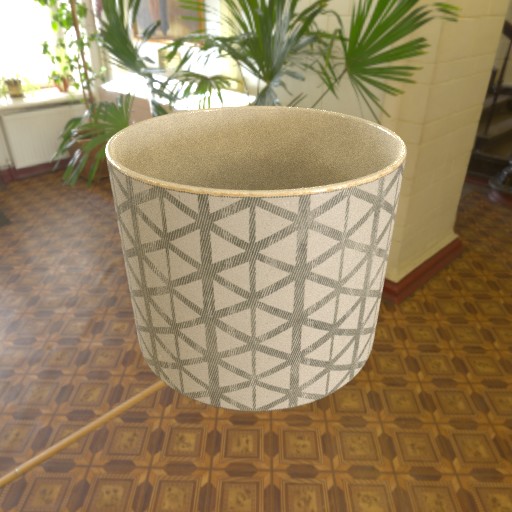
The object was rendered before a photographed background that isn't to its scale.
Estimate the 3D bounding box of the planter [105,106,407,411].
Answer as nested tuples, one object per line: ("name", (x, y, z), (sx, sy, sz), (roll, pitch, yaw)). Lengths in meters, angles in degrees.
("planter", (0.000, 0.000, 0.443), (0.250, 0.239, 0.250), (0, 31, 0))
